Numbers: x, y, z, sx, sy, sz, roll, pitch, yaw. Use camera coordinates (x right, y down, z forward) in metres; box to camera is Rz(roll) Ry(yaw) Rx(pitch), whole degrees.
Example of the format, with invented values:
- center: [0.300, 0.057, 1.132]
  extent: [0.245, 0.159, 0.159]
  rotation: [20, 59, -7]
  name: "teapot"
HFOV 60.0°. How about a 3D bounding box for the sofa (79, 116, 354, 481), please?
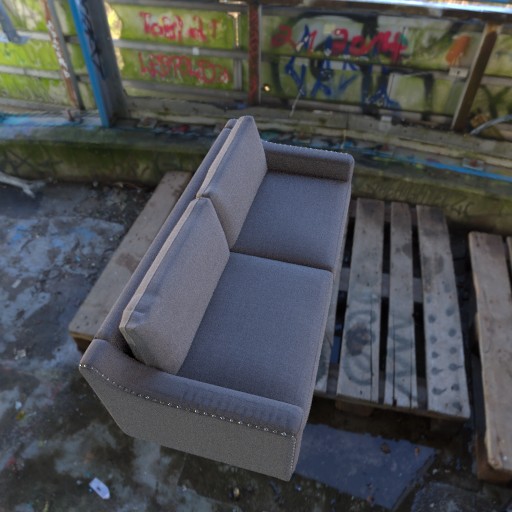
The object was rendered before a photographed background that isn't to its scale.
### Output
- center: [0.000, 0.000, 2.738]
  extent: [1.000, 0.857, 2.208]
  rotation: [11, 46, 10]
  name: "sofa"
